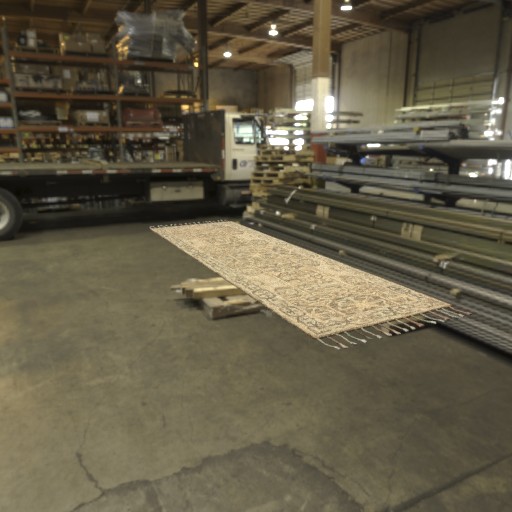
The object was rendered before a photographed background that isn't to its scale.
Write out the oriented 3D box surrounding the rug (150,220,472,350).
[{"bbox_3d":[0.000,0.000,2.903,0.762,0.011,2.664,-8,16,-27],"label":"rug"}]
